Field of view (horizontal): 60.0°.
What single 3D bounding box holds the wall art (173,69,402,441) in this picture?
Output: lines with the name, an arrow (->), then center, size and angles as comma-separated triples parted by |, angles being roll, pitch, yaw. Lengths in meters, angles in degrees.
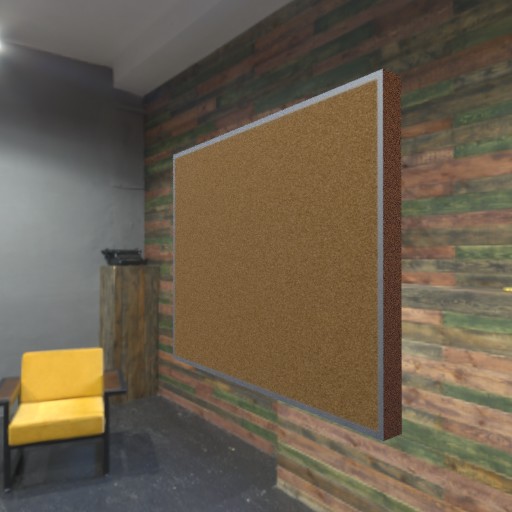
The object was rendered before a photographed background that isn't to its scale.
wall art -> 0.000, 0.000, 0.769 | 0.037, 0.450, 0.557 | 0, -1, -37
